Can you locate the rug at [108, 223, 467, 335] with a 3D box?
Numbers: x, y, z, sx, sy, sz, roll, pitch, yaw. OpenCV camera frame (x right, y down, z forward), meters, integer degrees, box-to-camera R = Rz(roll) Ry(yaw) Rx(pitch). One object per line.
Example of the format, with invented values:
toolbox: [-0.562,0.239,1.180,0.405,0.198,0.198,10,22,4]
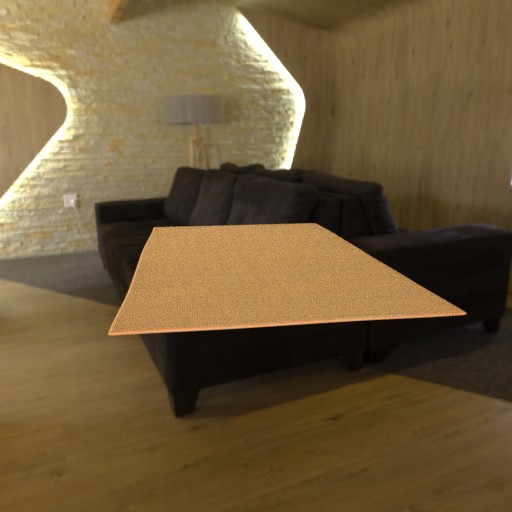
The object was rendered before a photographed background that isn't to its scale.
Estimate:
rug: [0.000,0.000,2.090,1.078,0.013,1.678,-2,14,-8]
